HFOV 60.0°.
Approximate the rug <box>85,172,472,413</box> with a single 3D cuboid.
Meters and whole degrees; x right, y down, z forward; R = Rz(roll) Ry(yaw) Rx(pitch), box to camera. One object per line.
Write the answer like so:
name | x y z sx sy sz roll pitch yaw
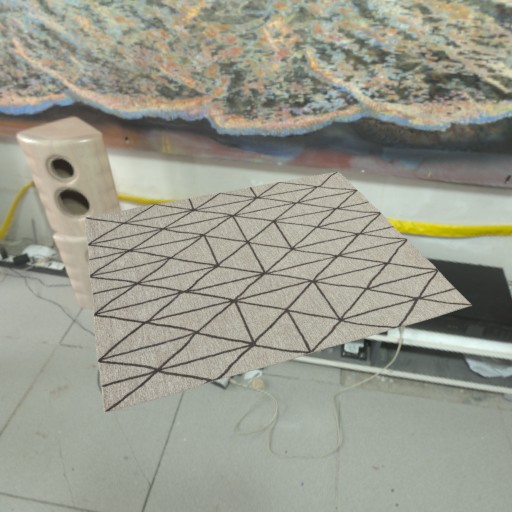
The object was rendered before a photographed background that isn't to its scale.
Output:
rug | 0.000 0.000 4.266 3.061 0.022 2.468 -13 41 -15
